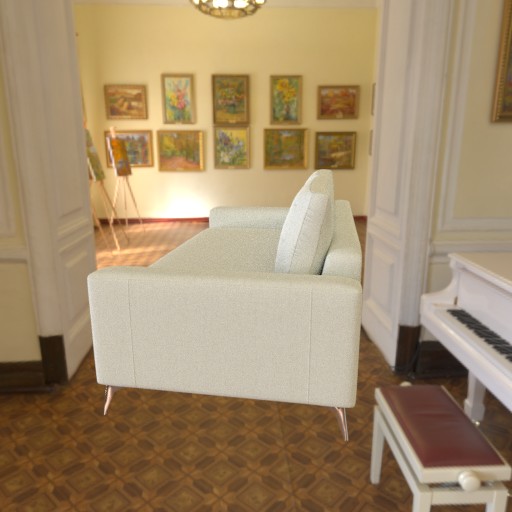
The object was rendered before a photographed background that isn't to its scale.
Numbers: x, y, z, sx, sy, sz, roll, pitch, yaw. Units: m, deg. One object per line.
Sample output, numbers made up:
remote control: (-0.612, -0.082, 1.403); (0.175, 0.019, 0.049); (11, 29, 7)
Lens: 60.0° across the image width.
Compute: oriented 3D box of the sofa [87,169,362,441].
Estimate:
sofa: (0.000, 0.000, 2.184); (0.920, 0.790, 1.650); (2, 14, 9)
